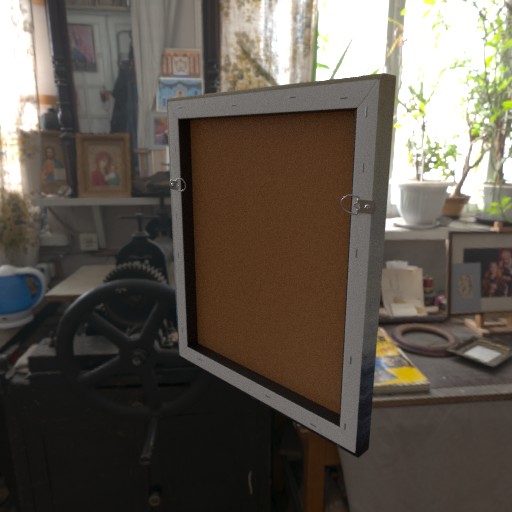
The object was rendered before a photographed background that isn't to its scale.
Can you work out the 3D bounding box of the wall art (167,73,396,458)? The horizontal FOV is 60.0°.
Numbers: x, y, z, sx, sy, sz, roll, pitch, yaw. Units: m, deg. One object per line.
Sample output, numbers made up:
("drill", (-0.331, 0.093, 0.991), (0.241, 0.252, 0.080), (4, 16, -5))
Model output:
("wall art", (0.000, 0.000, 1.002), (0.041, 0.710, 0.608), (-14, 20, -43))
